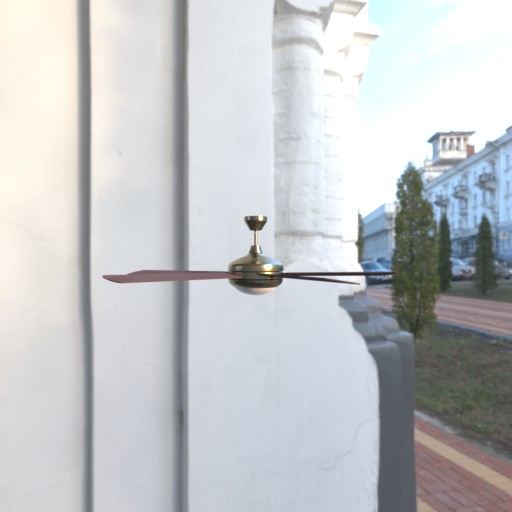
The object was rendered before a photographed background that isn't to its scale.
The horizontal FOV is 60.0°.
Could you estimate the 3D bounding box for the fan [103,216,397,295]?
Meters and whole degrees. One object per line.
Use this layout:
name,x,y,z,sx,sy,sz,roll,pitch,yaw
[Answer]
fan,0.000,0.000,2.015,1.321,0.356,1.321,0,0,1
